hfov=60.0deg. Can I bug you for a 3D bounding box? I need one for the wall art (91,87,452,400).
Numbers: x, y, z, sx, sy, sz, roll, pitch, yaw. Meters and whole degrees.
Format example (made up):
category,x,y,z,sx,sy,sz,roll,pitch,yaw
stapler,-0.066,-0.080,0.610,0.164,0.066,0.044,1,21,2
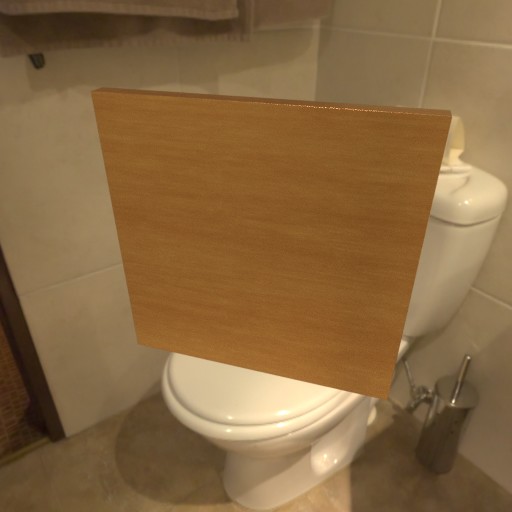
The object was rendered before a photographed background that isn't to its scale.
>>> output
category,x,y,z,sx,sy,sz,roll,pitch,yaw
wall art,0.000,0.000,0.444,0.302,0.302,0.019,9,33,14
